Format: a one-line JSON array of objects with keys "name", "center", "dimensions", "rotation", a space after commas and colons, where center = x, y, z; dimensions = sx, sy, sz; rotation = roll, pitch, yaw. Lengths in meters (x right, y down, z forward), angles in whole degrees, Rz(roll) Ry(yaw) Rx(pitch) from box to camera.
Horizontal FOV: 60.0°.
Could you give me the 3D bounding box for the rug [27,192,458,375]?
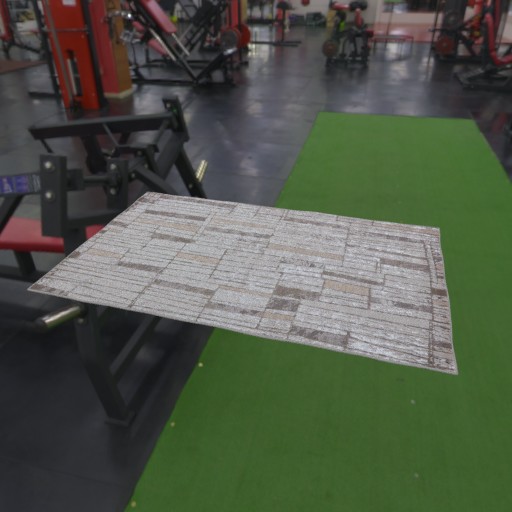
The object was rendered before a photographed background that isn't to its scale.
[{"name": "rug", "center": [0.000, 0.000, 3.009], "dimensions": [2.444, 0.023, 1.531], "rotation": [9, 33, 14]}]
